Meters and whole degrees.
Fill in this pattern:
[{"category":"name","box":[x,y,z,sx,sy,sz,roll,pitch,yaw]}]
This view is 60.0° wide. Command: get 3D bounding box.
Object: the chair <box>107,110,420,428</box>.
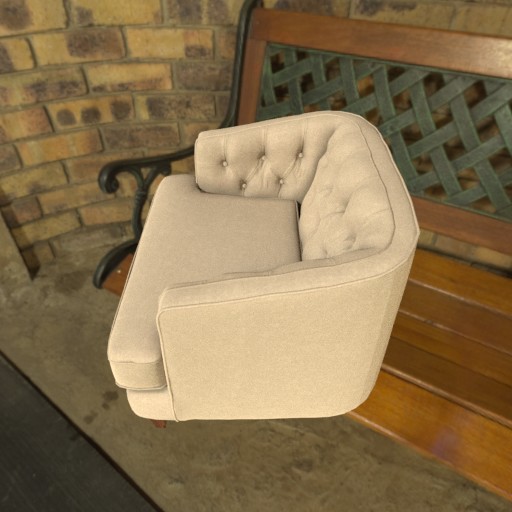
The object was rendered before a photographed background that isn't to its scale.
[{"category":"chair","box":[0.000,0.000,1.752,0.941,0.852,1.104,0,41,0]}]
